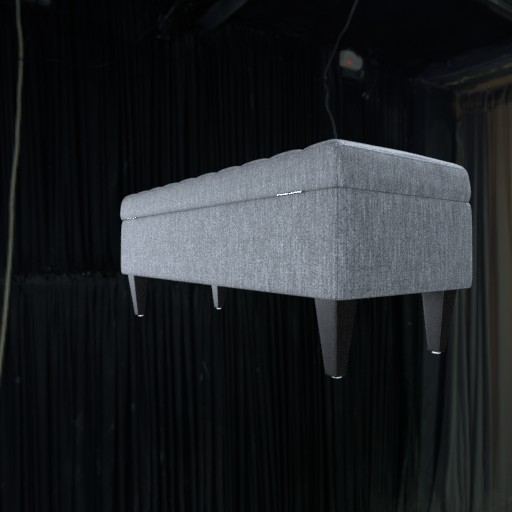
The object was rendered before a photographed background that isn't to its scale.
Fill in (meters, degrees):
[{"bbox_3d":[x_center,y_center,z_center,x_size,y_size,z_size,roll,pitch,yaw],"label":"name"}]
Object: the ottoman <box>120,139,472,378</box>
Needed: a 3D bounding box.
[{"bbox_3d":[0.000,0.000,1.399,0.482,0.469,1.151,-1,1,-36],"label":"ottoman"}]
